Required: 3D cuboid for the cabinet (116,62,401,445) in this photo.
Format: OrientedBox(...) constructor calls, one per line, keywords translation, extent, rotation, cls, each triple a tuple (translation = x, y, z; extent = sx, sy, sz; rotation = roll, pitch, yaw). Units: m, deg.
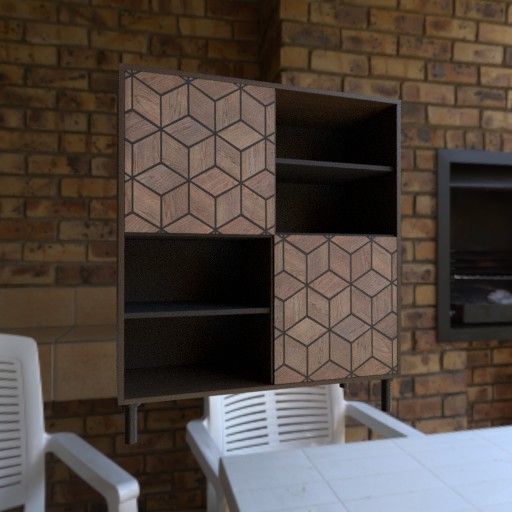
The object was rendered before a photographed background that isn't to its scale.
OrientedBox(translation=(0.000, 0.000, 1.689), extent=(1.010, 1.170, 0.400), rotation=(0, 0, -18), cls="cabinet")
